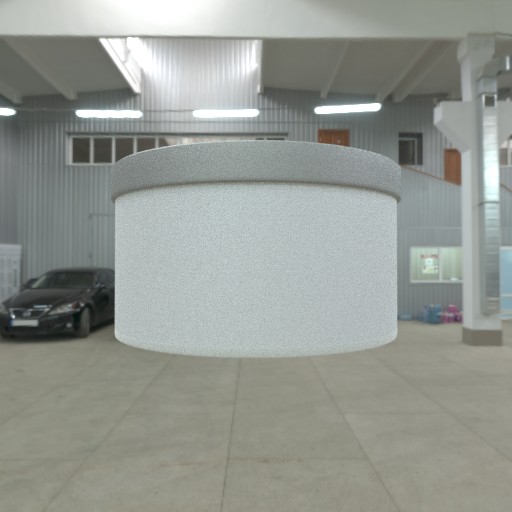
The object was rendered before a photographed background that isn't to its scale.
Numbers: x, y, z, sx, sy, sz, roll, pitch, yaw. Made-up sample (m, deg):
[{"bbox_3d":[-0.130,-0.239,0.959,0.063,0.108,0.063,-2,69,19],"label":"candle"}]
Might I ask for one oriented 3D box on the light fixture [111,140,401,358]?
[{"bbox_3d":[0.000,0.000,0.630,0.393,0.229,0.393,0,-1,0],"label":"light fixture"}]
